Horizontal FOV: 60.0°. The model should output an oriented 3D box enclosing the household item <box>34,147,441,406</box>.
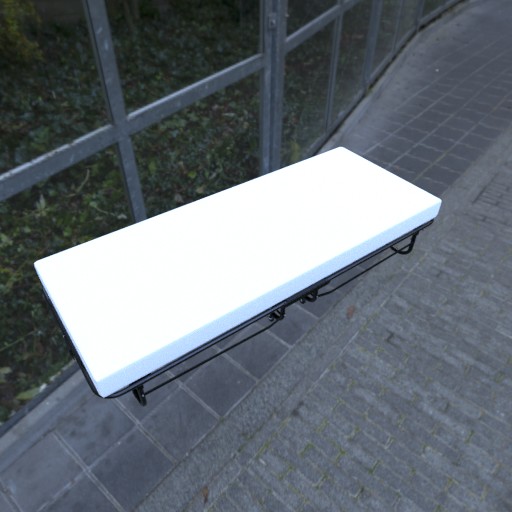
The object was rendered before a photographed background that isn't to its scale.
[{"bbox_3d":[0.000,0.000,2.224,1.905,0.356,0.787,-25,47,-26],"label":"household item"}]
